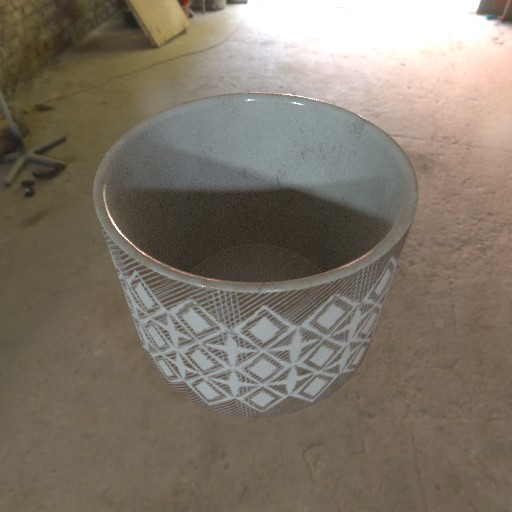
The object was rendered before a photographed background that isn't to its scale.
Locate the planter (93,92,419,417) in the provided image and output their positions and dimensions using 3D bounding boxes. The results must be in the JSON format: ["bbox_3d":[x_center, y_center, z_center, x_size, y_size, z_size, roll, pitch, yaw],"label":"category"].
[{"bbox_3d":[0.000,0.000,0.215,0.126,0.104,0.126,0,47,0],"label":"planter"}]
